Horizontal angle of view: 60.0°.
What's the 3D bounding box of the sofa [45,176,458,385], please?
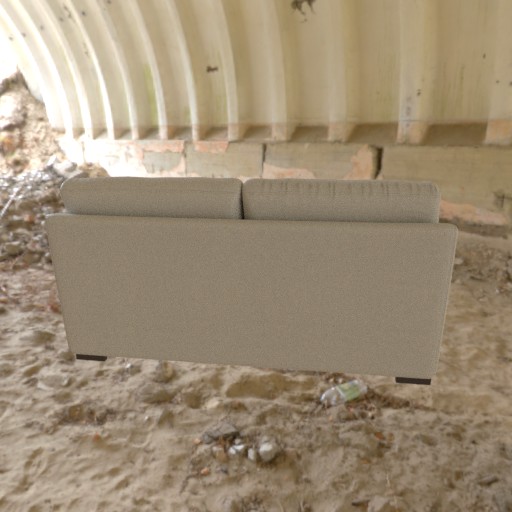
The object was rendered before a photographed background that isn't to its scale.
[{"bbox_3d":[0.000,0.000,2.512,1.880,0.940,1.143,2,15,8],"label":"sofa"}]
